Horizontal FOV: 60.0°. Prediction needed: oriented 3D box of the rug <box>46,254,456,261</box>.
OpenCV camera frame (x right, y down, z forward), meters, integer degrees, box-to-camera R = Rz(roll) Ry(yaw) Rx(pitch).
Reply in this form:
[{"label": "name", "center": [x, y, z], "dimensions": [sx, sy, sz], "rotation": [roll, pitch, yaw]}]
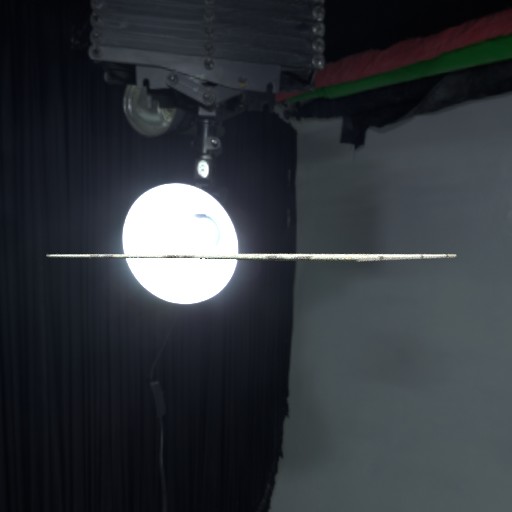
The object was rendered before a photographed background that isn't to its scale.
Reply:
[{"label": "rug", "center": [0.000, 0.000, 4.120], "dimensions": [3.000, 0.026, 2.399], "rotation": [0, 1, 36]}]
